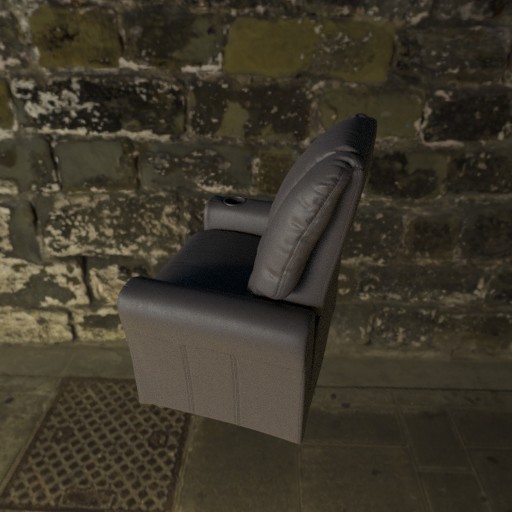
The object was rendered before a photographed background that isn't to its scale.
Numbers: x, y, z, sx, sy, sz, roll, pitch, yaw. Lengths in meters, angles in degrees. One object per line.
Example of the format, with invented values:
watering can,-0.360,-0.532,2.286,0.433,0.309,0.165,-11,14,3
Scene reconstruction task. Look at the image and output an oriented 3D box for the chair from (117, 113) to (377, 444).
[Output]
chair,0.000,0.000,1.164,0.521,0.709,0.610,9,32,14
